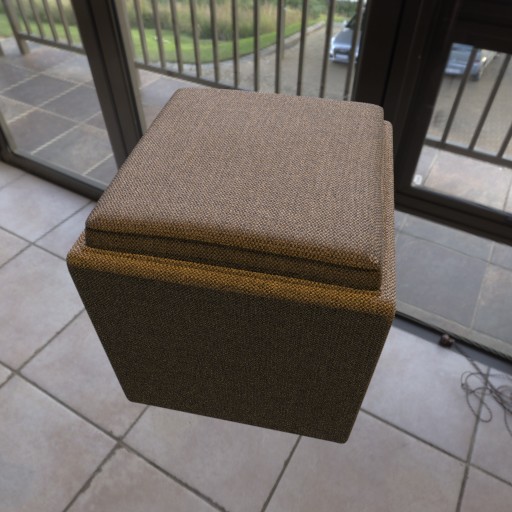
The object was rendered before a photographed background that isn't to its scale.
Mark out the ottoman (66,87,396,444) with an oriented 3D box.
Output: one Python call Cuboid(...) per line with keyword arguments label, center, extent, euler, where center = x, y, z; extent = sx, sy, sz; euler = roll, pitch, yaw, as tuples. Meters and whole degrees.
Cuboid(label="ottoman", center=(0.000, 0.000, 0.833), extent=(0.436, 0.487, 0.454), euler=(8, 47, 8))
